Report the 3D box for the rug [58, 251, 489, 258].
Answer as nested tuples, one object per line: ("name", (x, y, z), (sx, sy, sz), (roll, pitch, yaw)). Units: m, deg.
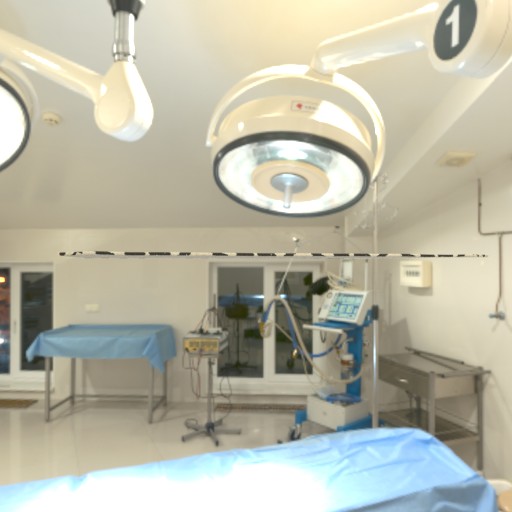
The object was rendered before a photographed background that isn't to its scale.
("rug", (0.000, 0.000, 4.364), (3.369, 0.036, 2.444), (0, -1, -18))
